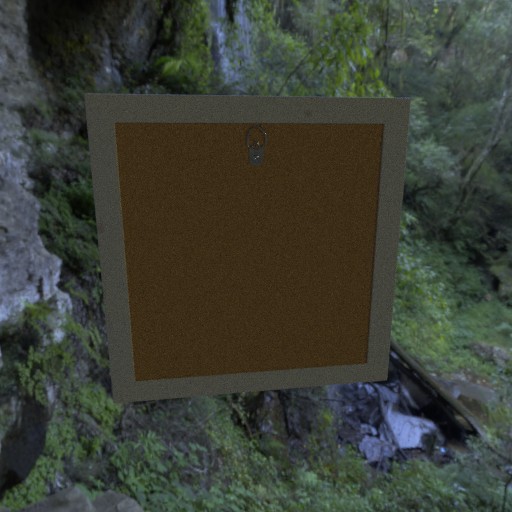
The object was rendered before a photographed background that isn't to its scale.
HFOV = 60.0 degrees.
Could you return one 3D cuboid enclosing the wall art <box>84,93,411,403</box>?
[{"bbox_3d":[0.000,0.000,0.848,0.572,0.577,0.015,-2,15,-8],"label":"wall art"}]
